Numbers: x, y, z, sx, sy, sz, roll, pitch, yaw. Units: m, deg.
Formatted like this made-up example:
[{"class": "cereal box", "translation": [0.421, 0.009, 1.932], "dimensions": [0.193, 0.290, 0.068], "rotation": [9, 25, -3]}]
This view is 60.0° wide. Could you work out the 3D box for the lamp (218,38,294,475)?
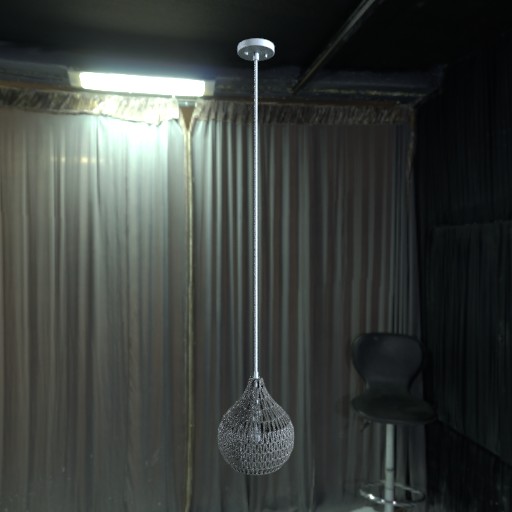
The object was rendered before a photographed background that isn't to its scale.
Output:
[{"class": "lamp", "translation": [0.000, 0.000, 2.051], "dimensions": [0.355, 1.919, 0.355], "rotation": [0, 1, -17]}]
